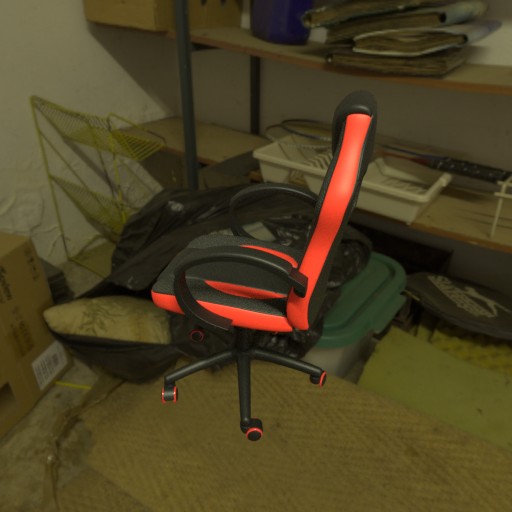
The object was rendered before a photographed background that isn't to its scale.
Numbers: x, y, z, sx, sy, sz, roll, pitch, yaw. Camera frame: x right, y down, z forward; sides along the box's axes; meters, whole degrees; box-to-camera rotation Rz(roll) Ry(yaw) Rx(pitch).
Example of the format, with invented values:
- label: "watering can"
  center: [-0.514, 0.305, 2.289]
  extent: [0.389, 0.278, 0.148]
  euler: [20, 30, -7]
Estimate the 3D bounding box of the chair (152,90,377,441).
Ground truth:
- label: "chair"
  center: [0.000, 0.000, 1.419]
  extent: [0.642, 1.016, 0.600]
  euler: [7, 30, 13]
